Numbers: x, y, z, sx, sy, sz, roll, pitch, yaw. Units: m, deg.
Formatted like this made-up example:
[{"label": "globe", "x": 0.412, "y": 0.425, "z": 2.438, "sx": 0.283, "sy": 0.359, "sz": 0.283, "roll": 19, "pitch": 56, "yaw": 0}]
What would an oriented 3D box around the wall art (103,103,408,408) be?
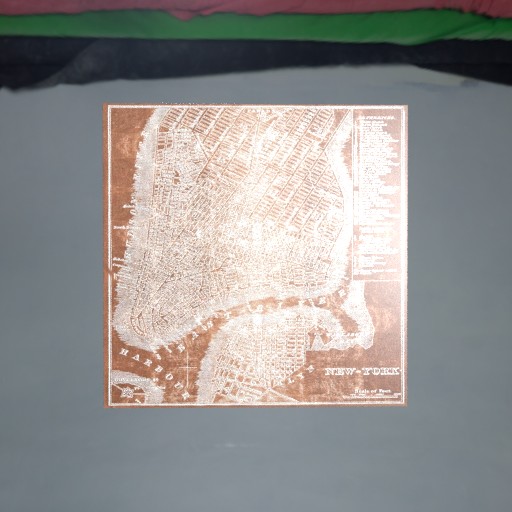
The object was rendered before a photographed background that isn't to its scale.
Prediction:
[{"label": "wall art", "x": 0.000, "y": 0.000, "z": 0.604, "sx": 0.403, "sy": 0.403, "sz": 0.035, "roll": 0, "pitch": 0, "yaw": -1}]
